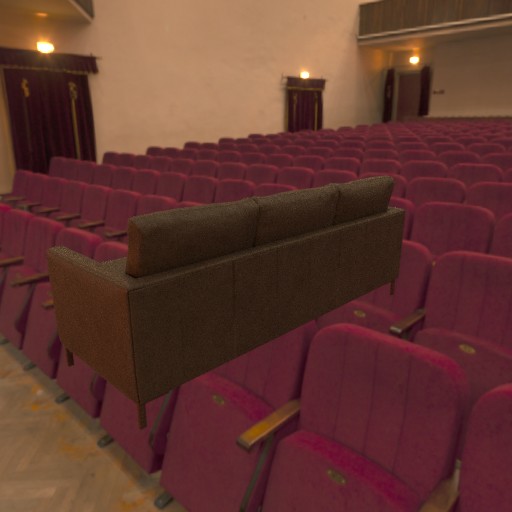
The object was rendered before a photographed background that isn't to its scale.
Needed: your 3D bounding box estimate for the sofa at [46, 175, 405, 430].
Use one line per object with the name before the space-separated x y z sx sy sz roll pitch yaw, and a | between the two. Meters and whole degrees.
sofa | 0.000 0.000 2.465 0.748 0.805 2.029 16 23 42
